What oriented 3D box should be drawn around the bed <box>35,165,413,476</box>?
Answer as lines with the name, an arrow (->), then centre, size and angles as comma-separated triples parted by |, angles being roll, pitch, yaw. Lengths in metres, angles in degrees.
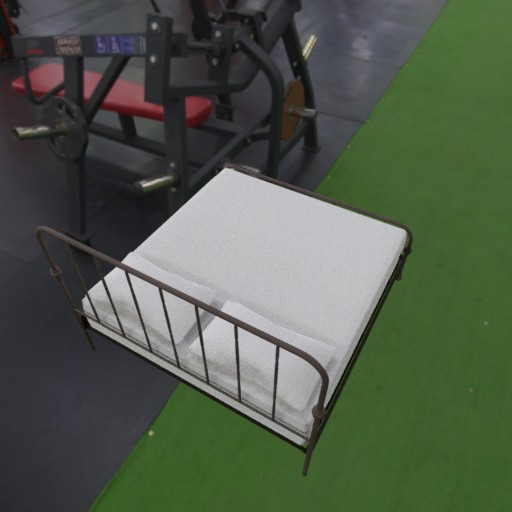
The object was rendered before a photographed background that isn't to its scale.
bed -> 0.000, 0.000, 3.484 | 2.044, 1.446, 2.134 | 23, 50, 20
